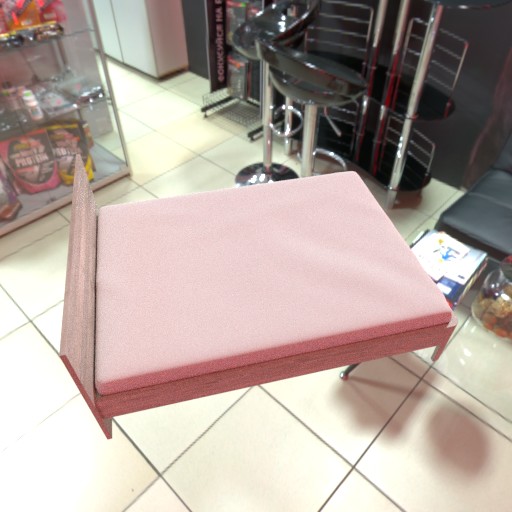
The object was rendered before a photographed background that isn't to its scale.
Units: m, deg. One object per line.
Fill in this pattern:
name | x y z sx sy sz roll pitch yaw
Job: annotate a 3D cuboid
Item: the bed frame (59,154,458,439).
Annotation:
bed frame | 0.000 0.000 2.698 1.950 0.800 1.490 -10 46 -9
